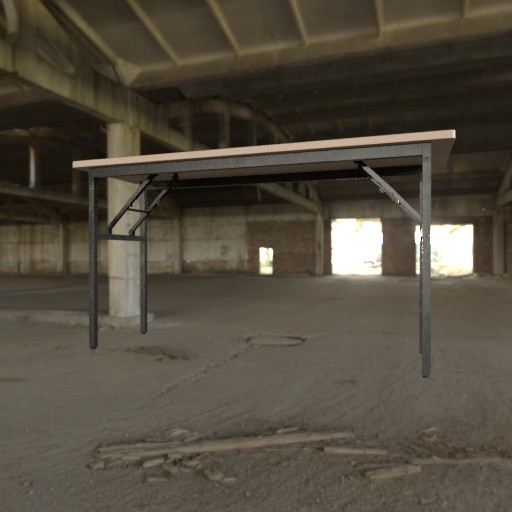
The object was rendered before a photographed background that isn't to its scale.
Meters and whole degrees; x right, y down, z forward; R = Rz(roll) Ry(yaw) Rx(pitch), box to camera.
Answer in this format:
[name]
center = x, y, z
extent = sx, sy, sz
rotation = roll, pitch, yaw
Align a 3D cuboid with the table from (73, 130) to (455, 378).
[table]
center = 0.000, 0.000, 1.745
extent = 1.397, 0.750, 0.447
rotation = 0, 0, 19
